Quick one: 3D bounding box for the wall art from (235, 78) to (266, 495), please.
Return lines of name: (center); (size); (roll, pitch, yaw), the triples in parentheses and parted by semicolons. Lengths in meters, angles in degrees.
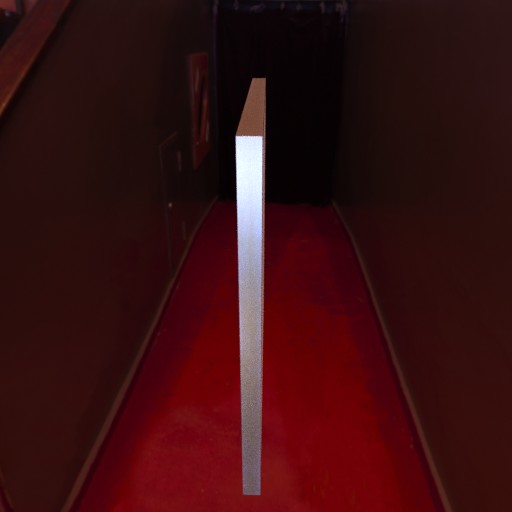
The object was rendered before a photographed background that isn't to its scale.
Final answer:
wall art: (0.000, 0.000, 1.115); (0.037, 0.760, 0.762); (1, 27, 1)
